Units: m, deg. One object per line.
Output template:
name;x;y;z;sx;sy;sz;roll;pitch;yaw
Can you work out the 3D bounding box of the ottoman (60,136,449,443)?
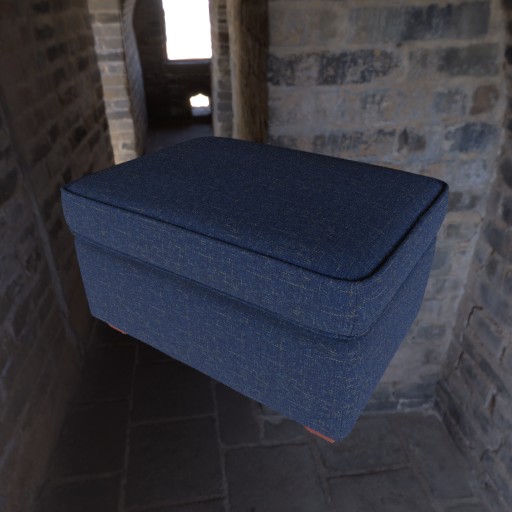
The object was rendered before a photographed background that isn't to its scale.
ottoman;0.000;0.000;1.085;0.749;0.450;0.549;18;35;29
